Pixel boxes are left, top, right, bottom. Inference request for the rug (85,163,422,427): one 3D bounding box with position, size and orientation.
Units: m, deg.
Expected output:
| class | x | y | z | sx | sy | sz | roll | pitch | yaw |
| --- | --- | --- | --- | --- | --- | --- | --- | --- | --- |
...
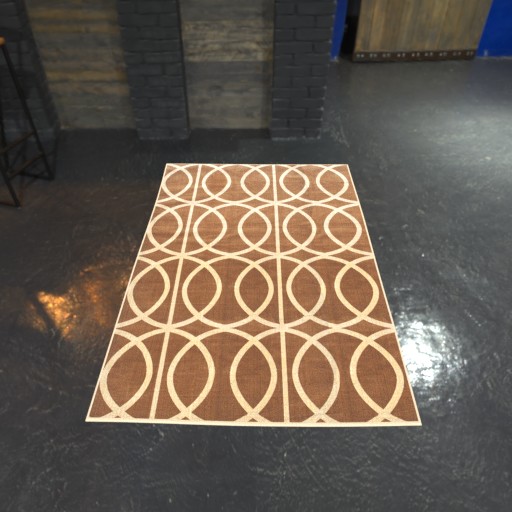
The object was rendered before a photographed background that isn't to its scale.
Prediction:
| class | x | y | z | sx | sy | sz | roll | pitch | yaw |
| --- | --- | --- | --- | --- | --- | --- | --- | --- | --- |
| rug | 0.000 | 0.000 | 2.847 | 1.528 | 0.014 | 2.294 | 0 | 42 | 0 |
